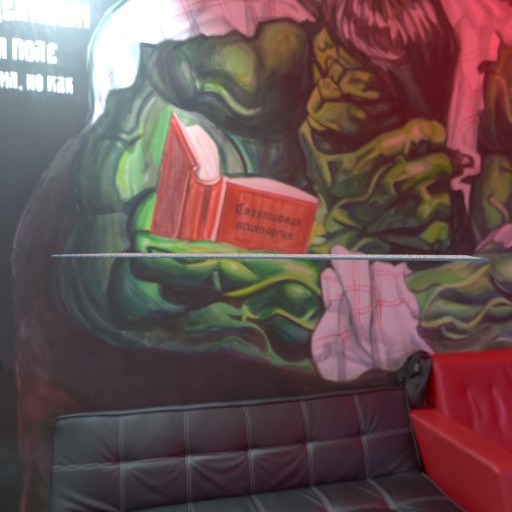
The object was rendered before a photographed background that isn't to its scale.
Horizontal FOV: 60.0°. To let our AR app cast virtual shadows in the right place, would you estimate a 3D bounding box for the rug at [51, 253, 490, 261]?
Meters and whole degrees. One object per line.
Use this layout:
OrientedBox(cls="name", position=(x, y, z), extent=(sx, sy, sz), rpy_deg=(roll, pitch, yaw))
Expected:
OrientedBox(cls="rug", position=(0.000, 0.000, 2.431), extent=(2.196, 0.011, 0.662), rpy_deg=(0, 1, 19))
